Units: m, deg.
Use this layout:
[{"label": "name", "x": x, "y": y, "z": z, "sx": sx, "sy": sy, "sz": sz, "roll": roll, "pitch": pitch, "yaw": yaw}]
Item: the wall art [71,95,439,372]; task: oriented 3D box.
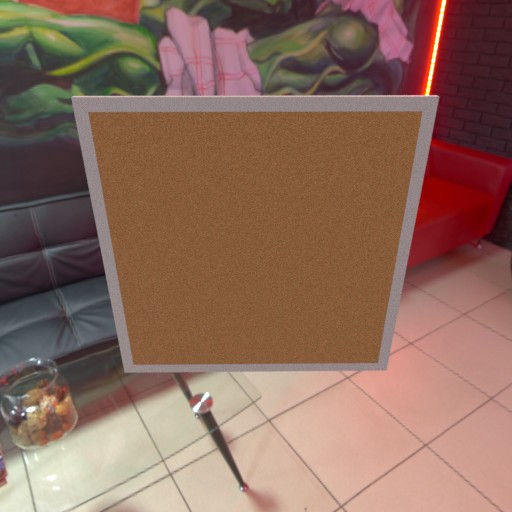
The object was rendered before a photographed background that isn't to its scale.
[{"label": "wall art", "x": 0.000, "y": 0.000, "z": 0.665, "sx": 0.456, "sy": 0.457, "sz": 0.009, "roll": 0, "pitch": 29, "yaw": -1}]
